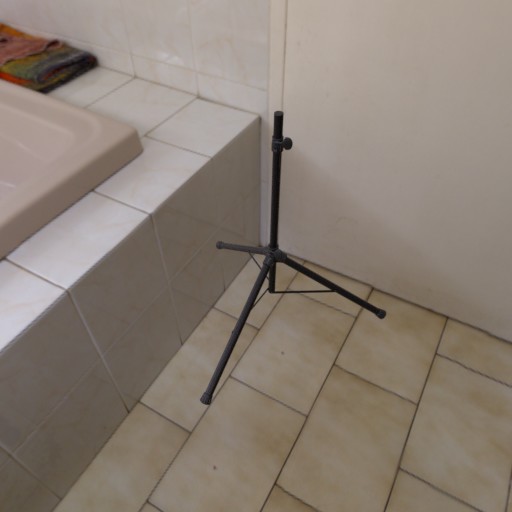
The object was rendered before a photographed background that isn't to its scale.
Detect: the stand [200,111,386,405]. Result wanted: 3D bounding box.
[{"bbox_3d":[0.000,0.000,1.830,1.045,1.136,0.907,24,51,21],"label":"stand"}]
